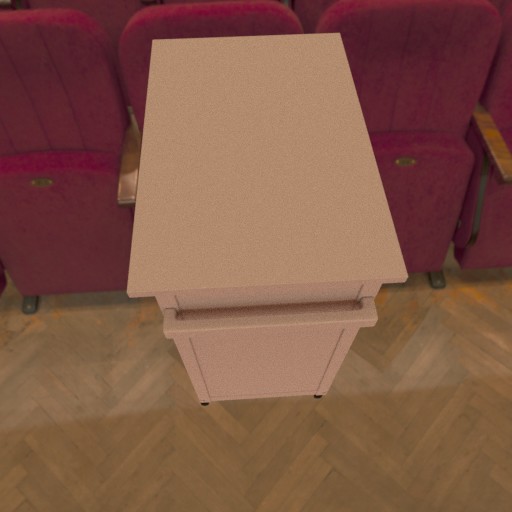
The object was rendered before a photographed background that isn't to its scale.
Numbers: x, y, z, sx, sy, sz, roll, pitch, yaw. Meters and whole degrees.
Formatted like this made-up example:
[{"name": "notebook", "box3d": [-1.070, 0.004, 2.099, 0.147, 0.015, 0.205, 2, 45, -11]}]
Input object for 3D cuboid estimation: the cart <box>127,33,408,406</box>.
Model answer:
[{"name": "cart", "box3d": [0.000, 0.000, 1.230, 0.442, 0.864, 0.683, -3, 58, -2]}]
